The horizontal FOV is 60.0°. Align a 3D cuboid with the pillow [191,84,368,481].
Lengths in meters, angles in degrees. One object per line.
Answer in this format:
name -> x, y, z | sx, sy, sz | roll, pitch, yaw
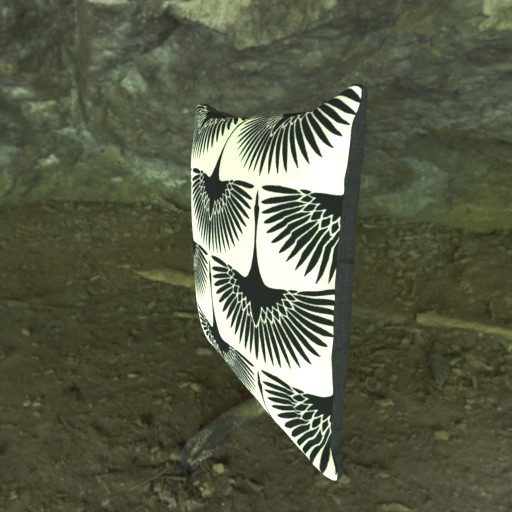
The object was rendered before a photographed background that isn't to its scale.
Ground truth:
pillow -> 0.000, 0.000, 0.638 | 0.139, 0.432, 0.432 | -8, 18, -25
